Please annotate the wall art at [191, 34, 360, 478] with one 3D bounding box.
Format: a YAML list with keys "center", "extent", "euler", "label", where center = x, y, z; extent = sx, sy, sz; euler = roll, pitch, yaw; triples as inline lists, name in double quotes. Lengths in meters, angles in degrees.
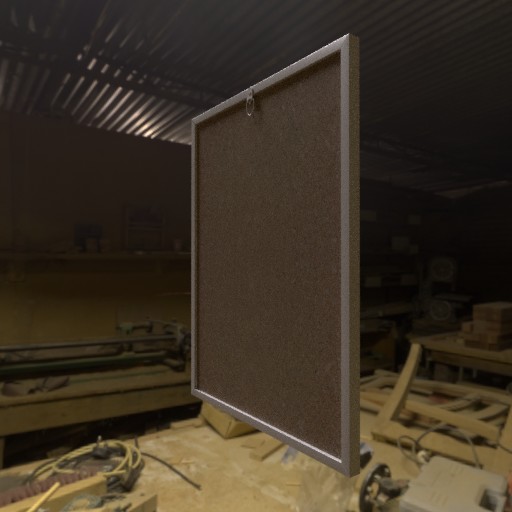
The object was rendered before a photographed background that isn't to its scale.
- center: [0.000, 0.000, 1.388]
  extent: [0.042, 1.056, 0.805]
  euler: [0, -1, -36]
  label: "wall art"
